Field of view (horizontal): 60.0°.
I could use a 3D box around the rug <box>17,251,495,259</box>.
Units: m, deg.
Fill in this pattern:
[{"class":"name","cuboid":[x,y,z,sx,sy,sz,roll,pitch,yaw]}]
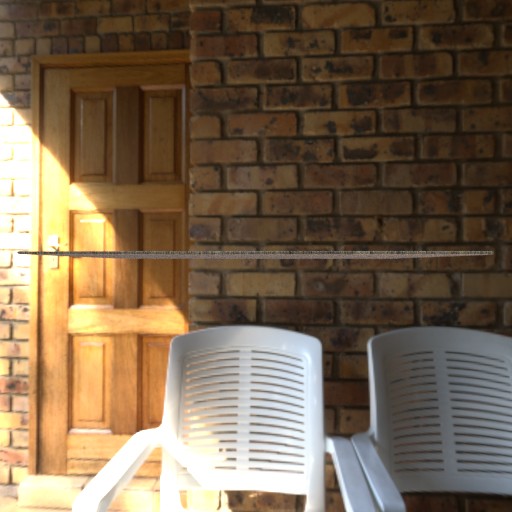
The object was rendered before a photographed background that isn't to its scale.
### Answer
[{"class":"rug","cuboid":[0.000,0.000,2.321,1.846,0.014,1.243,0,-1,-1]}]
